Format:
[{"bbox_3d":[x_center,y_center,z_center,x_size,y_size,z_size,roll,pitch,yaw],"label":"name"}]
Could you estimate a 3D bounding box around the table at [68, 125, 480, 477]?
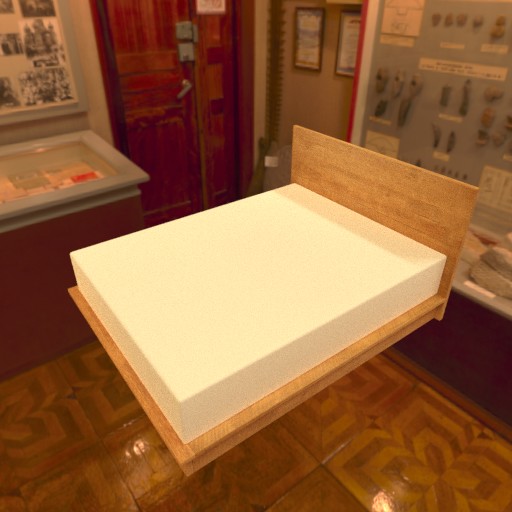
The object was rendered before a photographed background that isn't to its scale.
[{"bbox_3d":[0.000,0.000,3.024,2.149,1.041,1.707,-22,38,-30],"label":"table"}]
